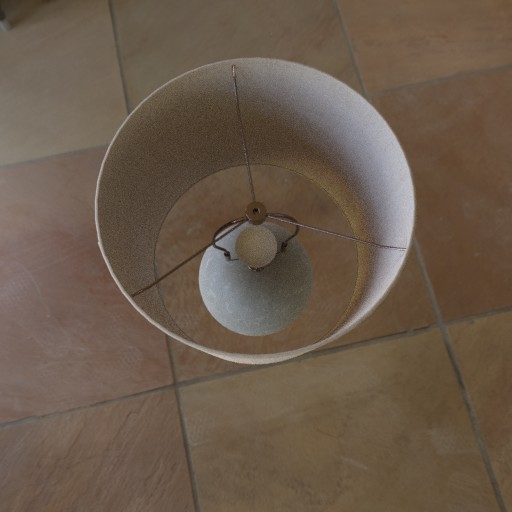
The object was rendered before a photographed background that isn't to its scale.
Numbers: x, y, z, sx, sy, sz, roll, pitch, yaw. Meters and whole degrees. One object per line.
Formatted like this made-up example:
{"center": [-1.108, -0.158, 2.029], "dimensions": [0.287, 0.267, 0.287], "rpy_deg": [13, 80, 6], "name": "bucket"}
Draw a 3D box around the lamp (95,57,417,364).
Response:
{"center": [0.000, 0.000, 0.567], "dimensions": [0.269, 0.409, 0.269], "rpy_deg": [-9, 75, -2], "name": "lamp"}
